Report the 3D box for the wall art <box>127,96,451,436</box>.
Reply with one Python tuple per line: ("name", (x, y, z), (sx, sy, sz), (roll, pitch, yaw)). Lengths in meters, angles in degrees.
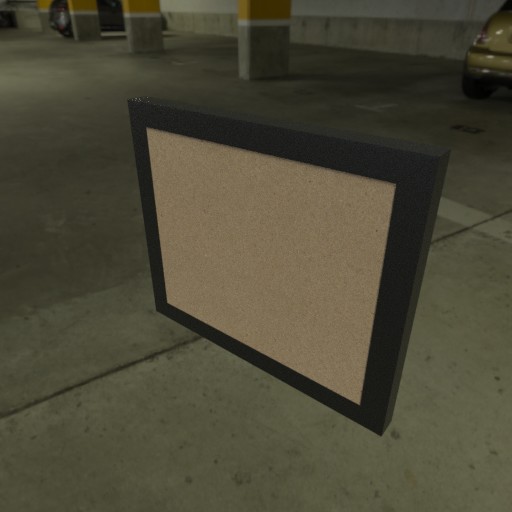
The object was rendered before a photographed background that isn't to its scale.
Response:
("wall art", (0.000, 0.000, 0.531), (0.381, 0.321, 0.028), (21, 36, 33))
